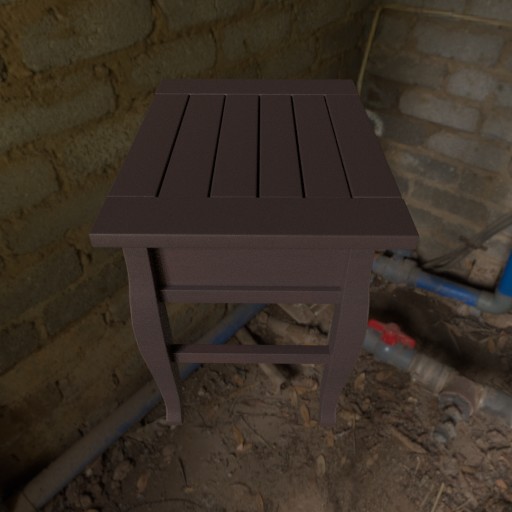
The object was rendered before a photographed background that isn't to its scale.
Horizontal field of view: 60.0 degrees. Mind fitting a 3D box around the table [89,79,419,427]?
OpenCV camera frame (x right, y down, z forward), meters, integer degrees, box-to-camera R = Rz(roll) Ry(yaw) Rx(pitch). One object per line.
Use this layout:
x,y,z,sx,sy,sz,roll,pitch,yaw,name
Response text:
0.000,0.000,1.038,0.460,0.605,0.602,0,41,0,table
